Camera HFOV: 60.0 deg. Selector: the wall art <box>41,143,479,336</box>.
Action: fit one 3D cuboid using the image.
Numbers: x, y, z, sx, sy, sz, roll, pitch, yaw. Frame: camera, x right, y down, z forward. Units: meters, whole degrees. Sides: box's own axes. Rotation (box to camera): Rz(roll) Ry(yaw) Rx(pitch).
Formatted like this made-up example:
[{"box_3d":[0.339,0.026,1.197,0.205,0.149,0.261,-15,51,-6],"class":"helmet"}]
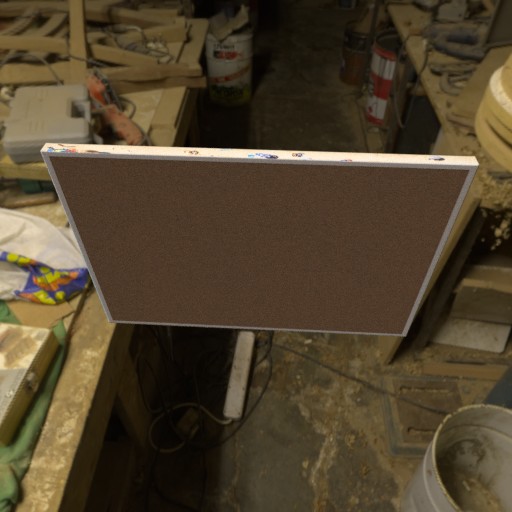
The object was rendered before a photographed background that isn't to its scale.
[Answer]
[{"box_3d":[0.000,0.000,1.433,1.136,0.769,0.040,2,46,2],"class":"wall art"}]
